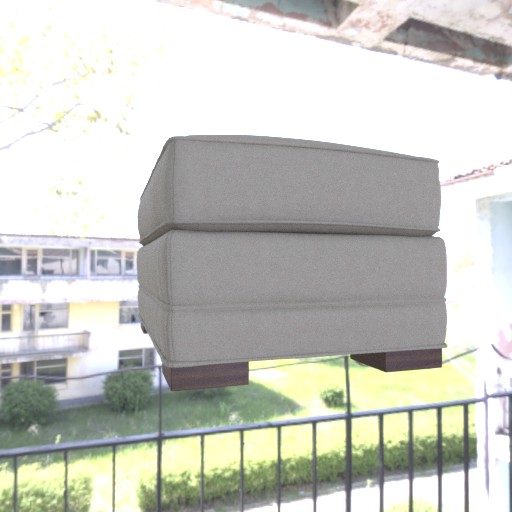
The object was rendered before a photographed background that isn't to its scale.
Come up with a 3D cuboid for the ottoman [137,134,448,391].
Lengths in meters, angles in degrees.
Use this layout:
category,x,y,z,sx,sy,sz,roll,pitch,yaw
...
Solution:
category,x,y,z,sx,sy,sz,roll,pitch,yaw
ottoman,0.000,0.000,1.227,0.611,0.482,0.848,0,-1,-18
